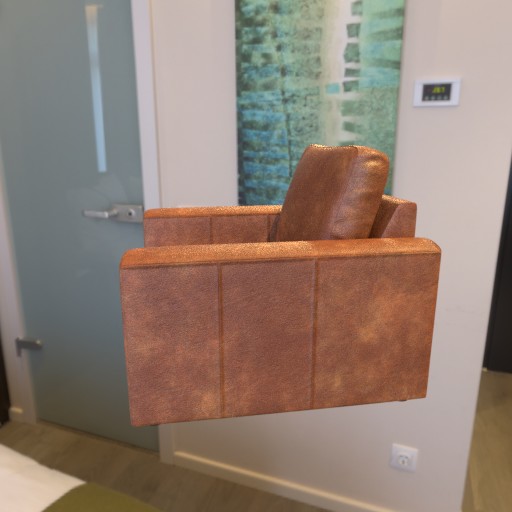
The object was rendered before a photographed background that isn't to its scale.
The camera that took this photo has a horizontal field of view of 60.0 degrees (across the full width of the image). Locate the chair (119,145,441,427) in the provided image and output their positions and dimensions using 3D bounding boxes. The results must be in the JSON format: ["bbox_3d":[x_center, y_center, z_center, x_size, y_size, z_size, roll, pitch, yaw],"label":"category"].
[{"bbox_3d":[0.000,0.000,1.800,1.016,0.873,1.005,-2,15,-9],"label":"chair"}]
